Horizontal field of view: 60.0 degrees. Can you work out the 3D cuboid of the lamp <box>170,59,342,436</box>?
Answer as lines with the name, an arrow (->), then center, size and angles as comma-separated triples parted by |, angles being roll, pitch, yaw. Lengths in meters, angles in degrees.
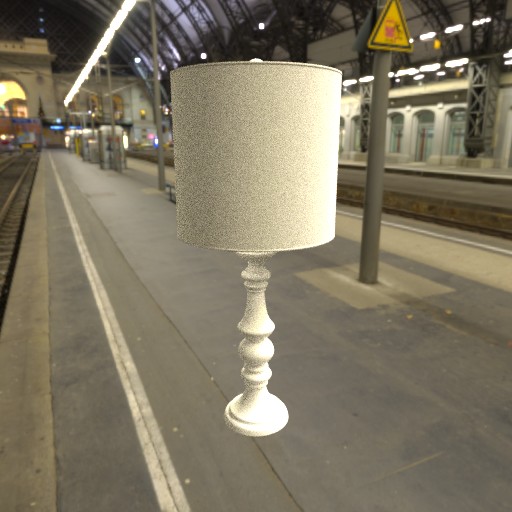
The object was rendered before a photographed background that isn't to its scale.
lamp -> 0.000, 0.000, 0.726 | 0.250, 0.597, 0.250 | 14, 20, 42
